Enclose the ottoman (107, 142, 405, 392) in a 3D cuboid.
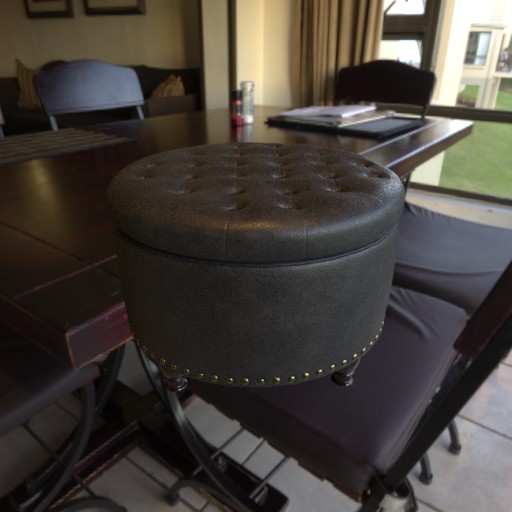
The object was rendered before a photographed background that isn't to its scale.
[{"bbox_3d":[0.000,0.000,1.067,0.637,0.442,0.637,0,26,0],"label":"ottoman"}]
